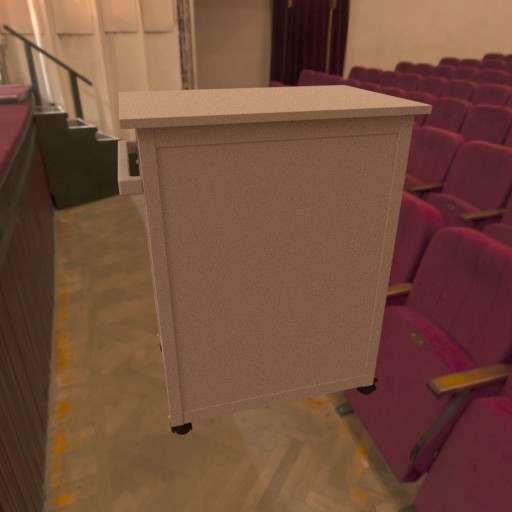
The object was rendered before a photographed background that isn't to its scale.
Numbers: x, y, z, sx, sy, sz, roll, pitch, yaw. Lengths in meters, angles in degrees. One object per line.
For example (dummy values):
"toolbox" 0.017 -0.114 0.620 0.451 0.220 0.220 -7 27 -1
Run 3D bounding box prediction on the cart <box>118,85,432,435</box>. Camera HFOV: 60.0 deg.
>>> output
"cart" 0.000 0.000 1.277 0.683 0.864 0.442 -7 28 -14
